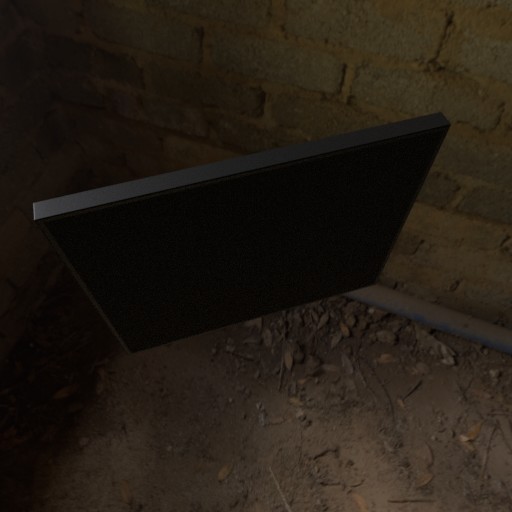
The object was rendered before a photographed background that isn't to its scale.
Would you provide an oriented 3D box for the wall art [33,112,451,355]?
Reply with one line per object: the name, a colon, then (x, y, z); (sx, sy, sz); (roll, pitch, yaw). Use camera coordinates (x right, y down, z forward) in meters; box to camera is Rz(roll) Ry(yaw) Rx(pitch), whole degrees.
wall art: (0.000, 0.000, 0.769); (0.559, 0.458, 0.029); (-15, 59, -9)
